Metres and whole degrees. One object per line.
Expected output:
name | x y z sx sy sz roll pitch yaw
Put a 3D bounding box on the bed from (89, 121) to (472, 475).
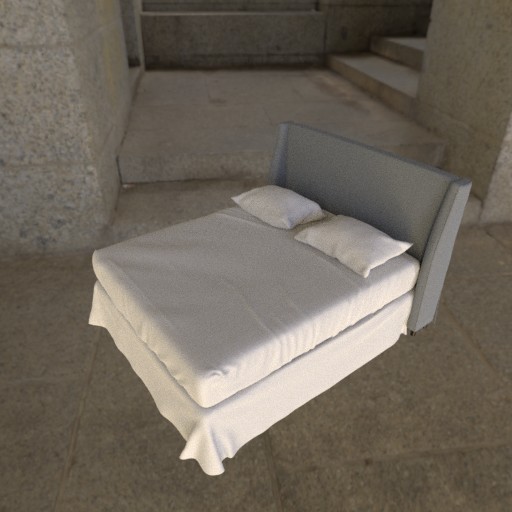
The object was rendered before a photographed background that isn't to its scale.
bed | 0.000 0.000 3.398 2.276 1.332 1.925 -22 38 -31
